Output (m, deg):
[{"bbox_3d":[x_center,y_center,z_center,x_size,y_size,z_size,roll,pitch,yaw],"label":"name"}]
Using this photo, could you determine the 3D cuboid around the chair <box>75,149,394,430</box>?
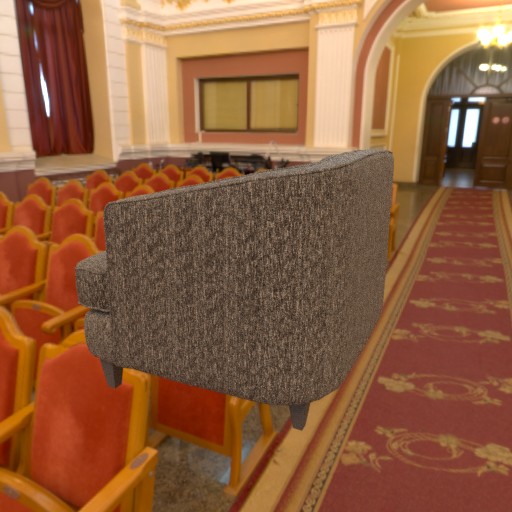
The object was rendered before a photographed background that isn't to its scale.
[{"bbox_3d":[0.000,0.000,1.801,0.941,0.852,1.104,8,18,25],"label":"chair"}]
